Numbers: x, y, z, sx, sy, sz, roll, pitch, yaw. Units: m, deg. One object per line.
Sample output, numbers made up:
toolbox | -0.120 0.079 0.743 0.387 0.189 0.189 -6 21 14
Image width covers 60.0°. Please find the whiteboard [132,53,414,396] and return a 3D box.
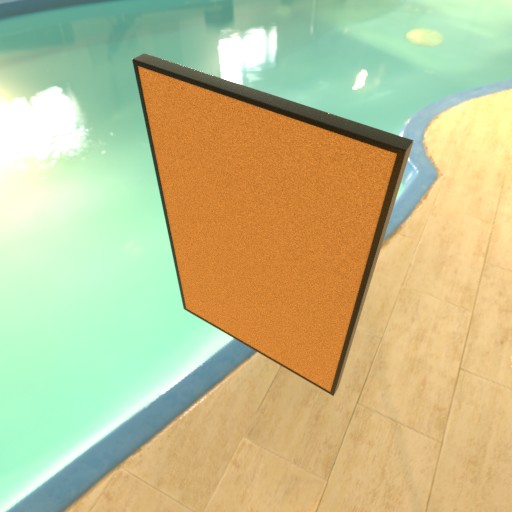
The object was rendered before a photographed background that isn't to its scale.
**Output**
whiteboard | 0.000 0.000 0.788 0.406 0.611 0.026 26 53 22
